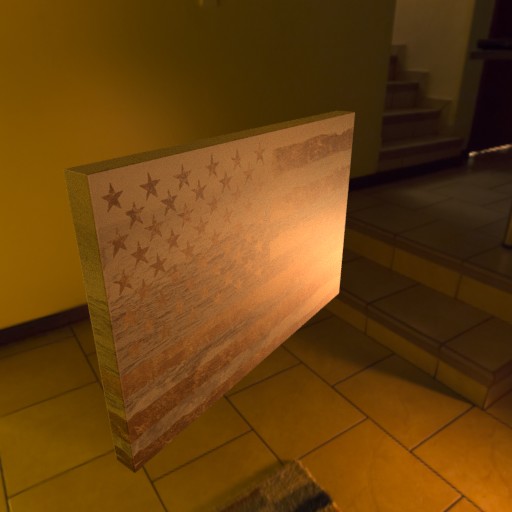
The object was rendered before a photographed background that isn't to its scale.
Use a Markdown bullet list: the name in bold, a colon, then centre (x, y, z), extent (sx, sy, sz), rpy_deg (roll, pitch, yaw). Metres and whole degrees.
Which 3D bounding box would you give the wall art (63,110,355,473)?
- **wall art**: centre (0.000, 0.000, 0.743), extent (0.041, 0.407, 0.606), rpy_deg (17, 30, 32)
